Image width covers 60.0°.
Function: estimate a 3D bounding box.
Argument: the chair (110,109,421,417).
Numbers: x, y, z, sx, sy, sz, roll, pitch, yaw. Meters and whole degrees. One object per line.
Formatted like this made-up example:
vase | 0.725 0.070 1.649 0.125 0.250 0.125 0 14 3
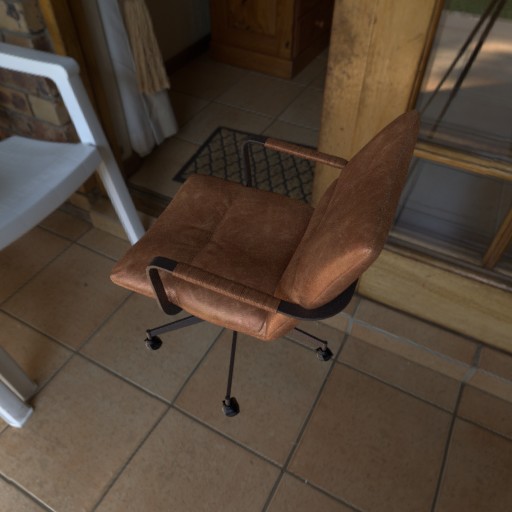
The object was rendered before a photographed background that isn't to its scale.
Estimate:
chair | 0.000 0.000 1.436 0.754 0.922 0.727 17 50 15
